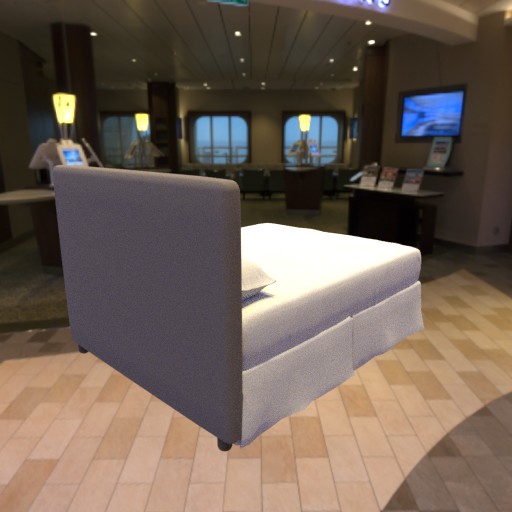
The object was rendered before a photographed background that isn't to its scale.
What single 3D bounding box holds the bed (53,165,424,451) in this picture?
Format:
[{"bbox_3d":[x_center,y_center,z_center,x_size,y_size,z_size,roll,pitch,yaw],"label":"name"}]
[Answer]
[{"bbox_3d":[0.000,0.000,3.230,1.748,1.330,2.142,14,20,42],"label":"bed"}]
